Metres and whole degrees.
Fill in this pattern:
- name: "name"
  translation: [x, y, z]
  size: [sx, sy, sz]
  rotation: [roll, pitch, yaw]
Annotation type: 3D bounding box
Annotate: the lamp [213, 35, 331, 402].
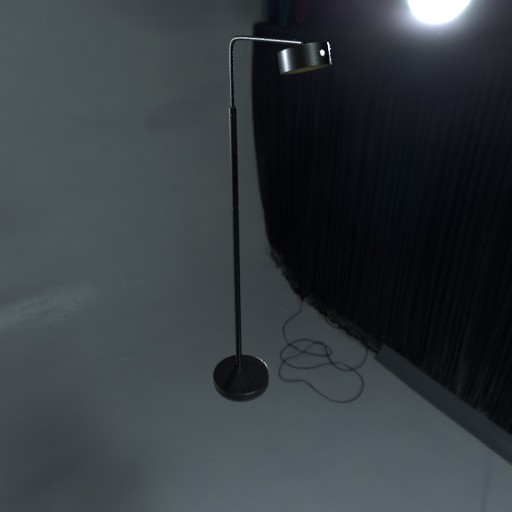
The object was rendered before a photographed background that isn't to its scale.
- name: "lamp"
  translation: [0.000, 0.000, 1.386]
  size: [0.219, 1.230, 0.418]
  rotation: [-20, 35, -31]
